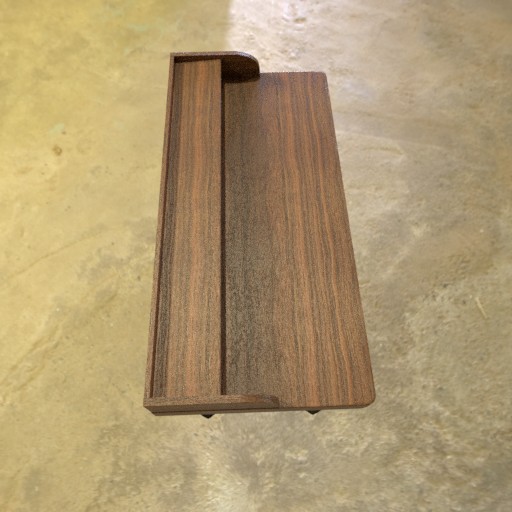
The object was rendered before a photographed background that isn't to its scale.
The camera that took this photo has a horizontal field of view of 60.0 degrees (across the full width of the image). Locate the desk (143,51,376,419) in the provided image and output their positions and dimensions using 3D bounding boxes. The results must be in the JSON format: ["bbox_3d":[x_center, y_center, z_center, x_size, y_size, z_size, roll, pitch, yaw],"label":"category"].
[{"bbox_3d":[0.000,0.000,1.674,0.565,0.854,1.200,-2,63,-1],"label":"desk"}]
